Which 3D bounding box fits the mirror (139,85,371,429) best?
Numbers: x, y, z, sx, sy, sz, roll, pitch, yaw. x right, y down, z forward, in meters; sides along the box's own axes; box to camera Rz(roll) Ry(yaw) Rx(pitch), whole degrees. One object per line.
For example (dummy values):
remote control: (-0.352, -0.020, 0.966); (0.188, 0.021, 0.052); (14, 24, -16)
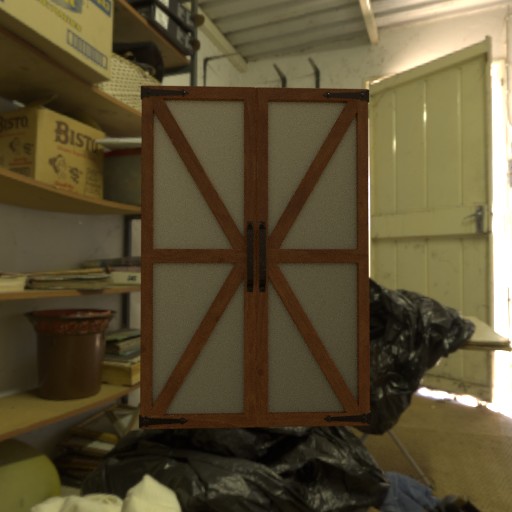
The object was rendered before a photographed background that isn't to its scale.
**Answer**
mirror: (0.000, 0.000, 0.999); (0.517, 0.761, 0.053); (0, -1, -2)
